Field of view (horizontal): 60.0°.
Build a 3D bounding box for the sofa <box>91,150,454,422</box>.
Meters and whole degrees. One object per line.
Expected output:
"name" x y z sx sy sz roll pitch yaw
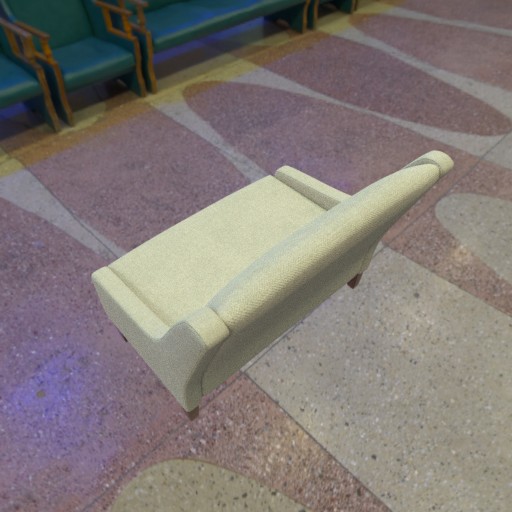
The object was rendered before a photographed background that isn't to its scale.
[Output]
"sofa" 0.000 0.000 1.980 1.212 0.976 0.946 -34 55 -27
